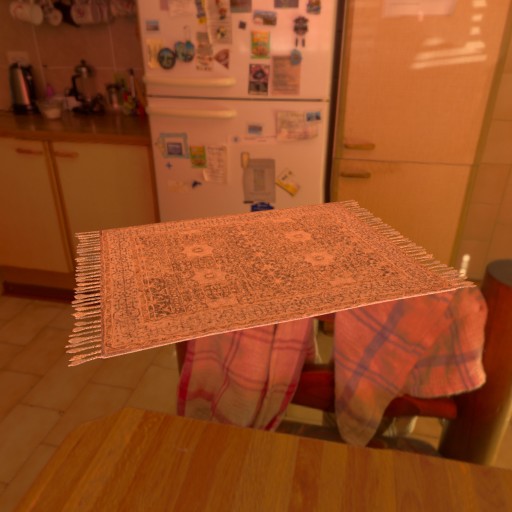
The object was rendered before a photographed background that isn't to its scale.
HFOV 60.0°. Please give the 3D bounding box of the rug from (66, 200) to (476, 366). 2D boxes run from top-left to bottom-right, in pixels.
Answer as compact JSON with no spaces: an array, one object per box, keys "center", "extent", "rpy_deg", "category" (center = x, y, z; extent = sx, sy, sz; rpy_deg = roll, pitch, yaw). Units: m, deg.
[{"center":[0.000,0.000,3.128],"extent":[2.465,0.023,1.619],"rpy_deg":[-8,29,-16],"category":"rug"}]
